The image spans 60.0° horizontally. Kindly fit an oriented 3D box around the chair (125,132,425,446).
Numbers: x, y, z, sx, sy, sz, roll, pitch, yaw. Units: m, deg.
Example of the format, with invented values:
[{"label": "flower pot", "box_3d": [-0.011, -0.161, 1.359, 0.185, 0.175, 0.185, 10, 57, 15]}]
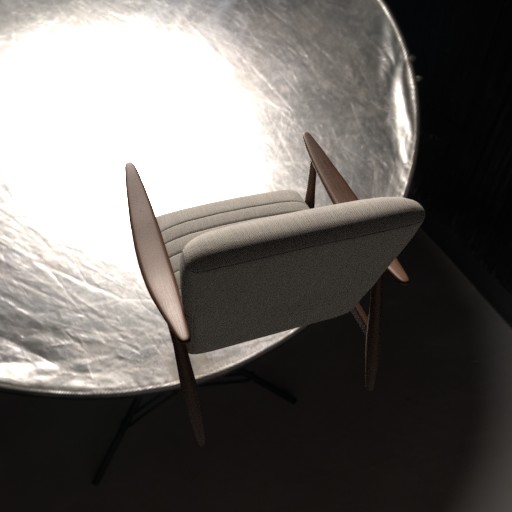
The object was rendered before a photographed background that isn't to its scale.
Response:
[{"label": "chair", "box_3d": [0.000, 0.000, 1.461, 0.741, 0.832, 0.798, -13, 45, -13]}]
